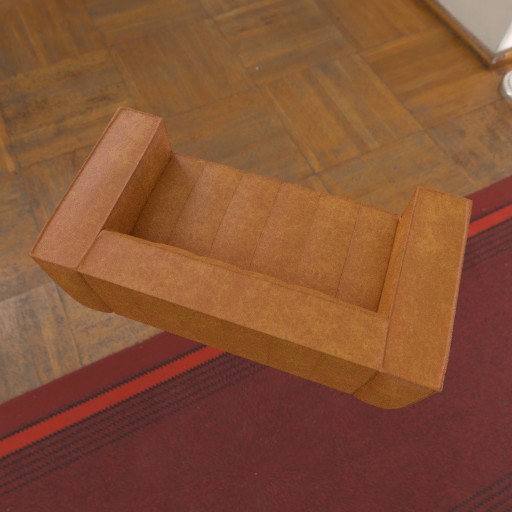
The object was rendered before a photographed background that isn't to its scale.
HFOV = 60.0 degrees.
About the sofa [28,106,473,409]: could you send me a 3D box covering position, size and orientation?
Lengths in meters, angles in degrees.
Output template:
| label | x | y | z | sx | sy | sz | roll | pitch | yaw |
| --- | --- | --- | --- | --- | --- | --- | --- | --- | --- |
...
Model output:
| label | x | y | z | sx | sy | sz | roll | pitch | yaw |
| --- | --- | --- | --- | --- | --- | --- | --- | --- | --- |
| sofa | 0.000 | 0.000 | 2.552 | 2.088 | 0.703 | 1.102 | 17 | 65 | 8 |
